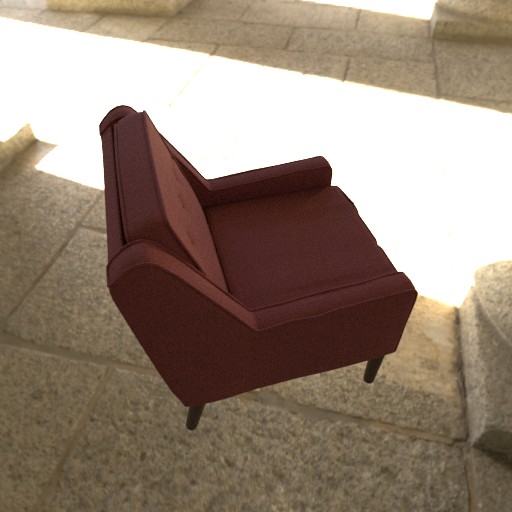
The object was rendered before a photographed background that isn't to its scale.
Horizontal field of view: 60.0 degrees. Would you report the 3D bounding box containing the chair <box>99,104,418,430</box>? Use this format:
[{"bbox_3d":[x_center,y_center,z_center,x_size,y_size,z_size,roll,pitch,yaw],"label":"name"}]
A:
[{"bbox_3d":[0.000,0.000,1.373,0.770,0.812,0.680,-11,46,-11],"label":"chair"}]
